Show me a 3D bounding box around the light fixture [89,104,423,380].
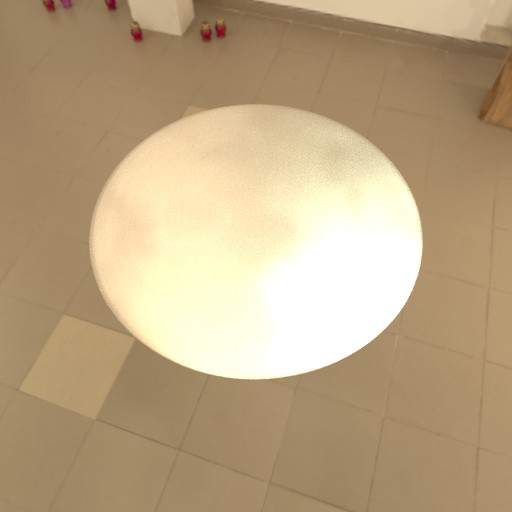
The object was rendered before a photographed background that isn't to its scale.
[{"bbox_3d":[0.000,0.000,0.435,0.280,0.135,0.280,0,59,0],"label":"light fixture"}]
